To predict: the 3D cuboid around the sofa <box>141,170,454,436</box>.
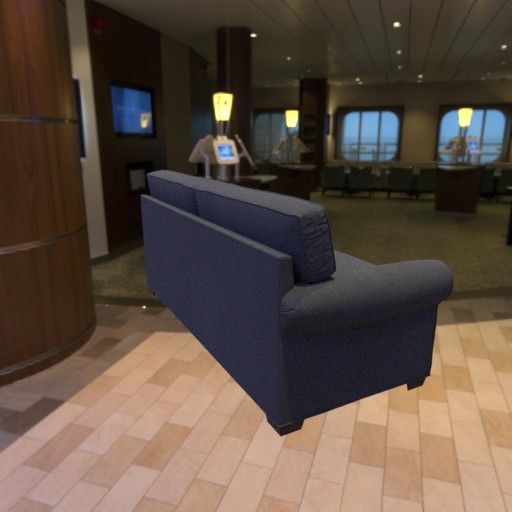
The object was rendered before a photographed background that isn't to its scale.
[{"bbox_3d":[0.000,0.000,2.931,0.954,1.026,2.391,-8,17,-27],"label":"sofa"}]
